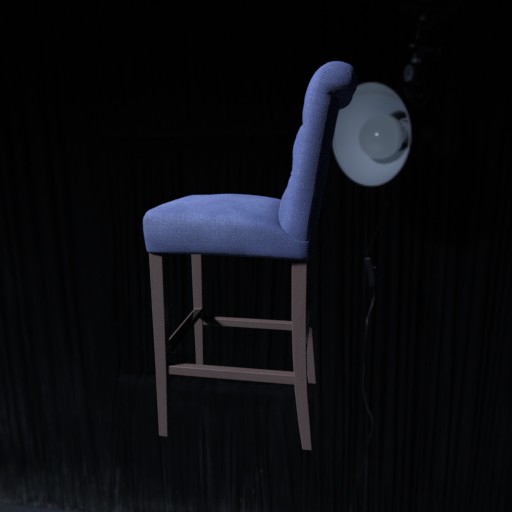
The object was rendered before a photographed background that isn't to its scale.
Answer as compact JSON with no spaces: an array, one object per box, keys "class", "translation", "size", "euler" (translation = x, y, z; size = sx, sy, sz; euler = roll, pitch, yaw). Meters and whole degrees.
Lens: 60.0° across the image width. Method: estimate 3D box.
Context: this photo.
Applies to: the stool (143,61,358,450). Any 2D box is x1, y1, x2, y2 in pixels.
[{"class":"stool","translation":[0.000,0.000,1.499],"size":[0.601,1.140,0.493],"euler":[2,14,9]}]
